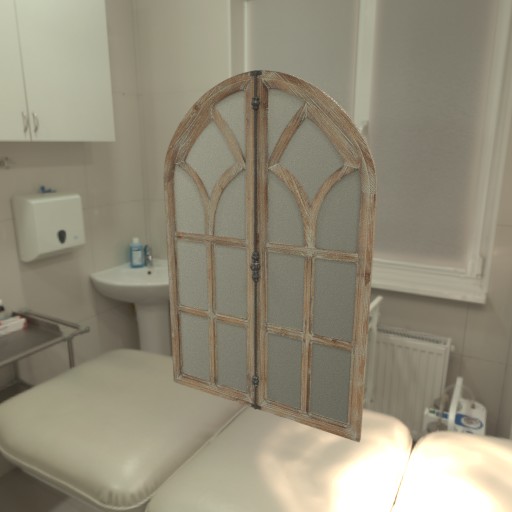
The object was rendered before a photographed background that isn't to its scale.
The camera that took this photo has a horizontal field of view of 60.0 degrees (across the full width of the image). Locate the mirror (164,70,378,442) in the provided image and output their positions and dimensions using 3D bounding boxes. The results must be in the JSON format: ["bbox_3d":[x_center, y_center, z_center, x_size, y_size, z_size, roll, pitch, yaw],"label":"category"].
[{"bbox_3d":[0.000,0.000,1.172,0.609,0.915,0.032,8,16,28],"label":"mirror"}]
